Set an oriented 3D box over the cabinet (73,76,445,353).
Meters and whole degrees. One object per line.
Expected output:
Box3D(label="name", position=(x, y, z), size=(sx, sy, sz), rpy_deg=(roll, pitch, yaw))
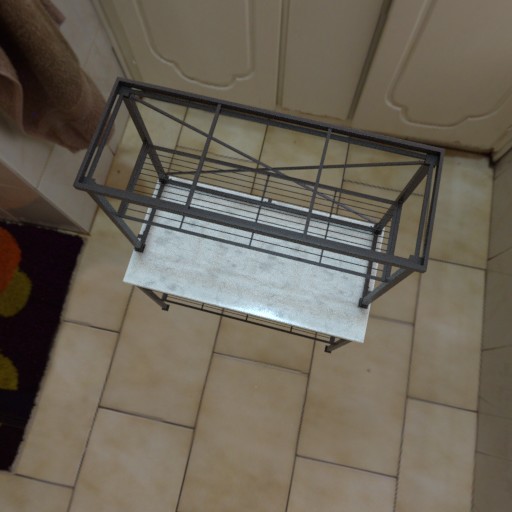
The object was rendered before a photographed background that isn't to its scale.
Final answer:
Box3D(label="cabinet", position=(0.000, 0.000, 2.278), size=(1.210, 1.659, 0.610), rpy_deg=(14, 74, 4))
